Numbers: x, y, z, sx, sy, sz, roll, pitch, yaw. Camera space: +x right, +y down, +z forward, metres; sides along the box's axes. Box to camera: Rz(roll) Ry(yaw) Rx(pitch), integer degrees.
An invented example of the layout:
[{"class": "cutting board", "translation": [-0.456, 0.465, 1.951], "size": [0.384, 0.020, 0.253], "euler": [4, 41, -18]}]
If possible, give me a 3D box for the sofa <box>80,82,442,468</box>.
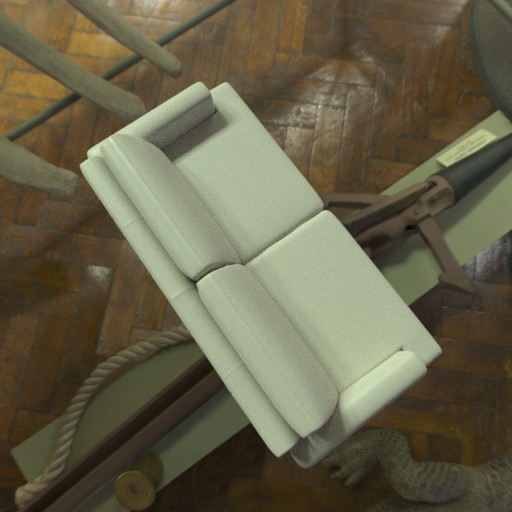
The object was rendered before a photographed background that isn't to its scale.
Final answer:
[{"class": "sofa", "translation": [0.000, 0.000, 2.346], "size": [0.974, 0.765, 1.940], "euler": [-35, 79, -8]}]
